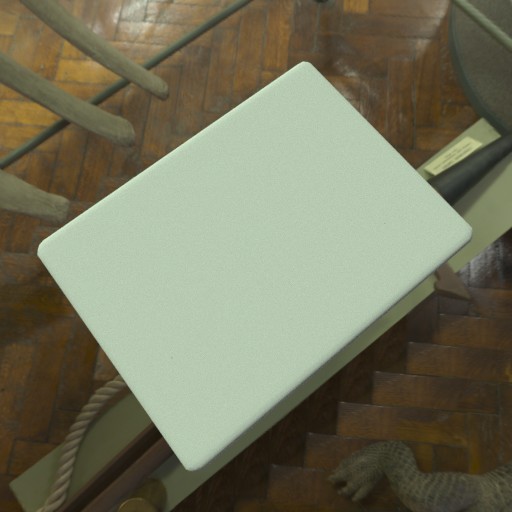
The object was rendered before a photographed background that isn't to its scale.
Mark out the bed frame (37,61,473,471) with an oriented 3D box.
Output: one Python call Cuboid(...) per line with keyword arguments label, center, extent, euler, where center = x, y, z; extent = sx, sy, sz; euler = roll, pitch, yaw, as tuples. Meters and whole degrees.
Cuboid(label="bed frame", center=(0.000, 0.000, 2.817), extent=(2.037, 0.677, 1.528), euler=(-38, 78, -10))
